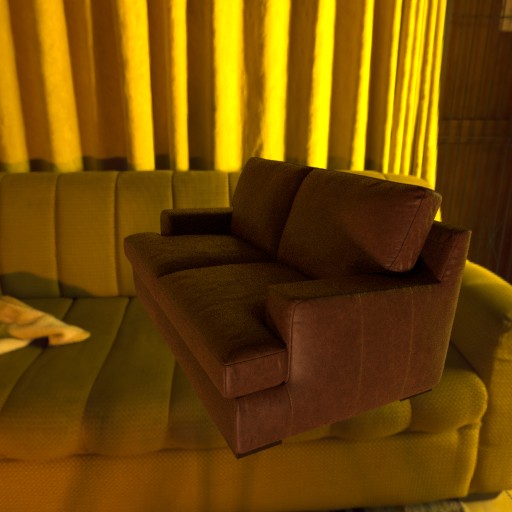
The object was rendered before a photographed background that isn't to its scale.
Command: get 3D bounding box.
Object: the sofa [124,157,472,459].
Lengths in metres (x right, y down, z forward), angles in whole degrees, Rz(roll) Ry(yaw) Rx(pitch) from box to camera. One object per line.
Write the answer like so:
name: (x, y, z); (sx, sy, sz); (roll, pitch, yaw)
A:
sofa: (0.000, 0.000, 2.452); (1.143, 0.939, 1.880); (-8, 19, -25)
